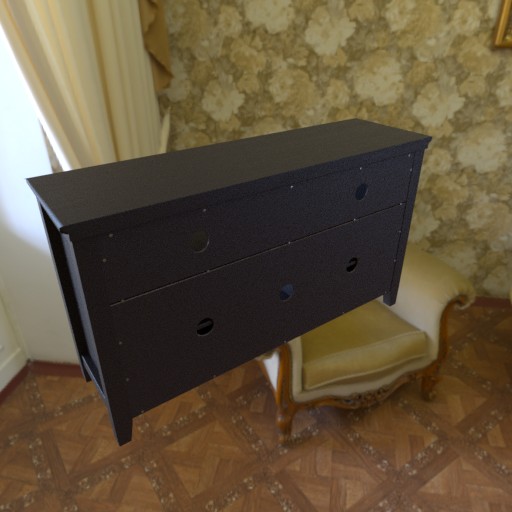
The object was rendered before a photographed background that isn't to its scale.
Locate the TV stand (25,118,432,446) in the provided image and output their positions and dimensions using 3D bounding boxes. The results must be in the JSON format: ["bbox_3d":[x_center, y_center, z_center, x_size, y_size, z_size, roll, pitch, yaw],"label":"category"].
[{"bbox_3d":[0.000,0.000,1.463,1.198,0.681,0.347,-19,35,-30],"label":"TV stand"}]
